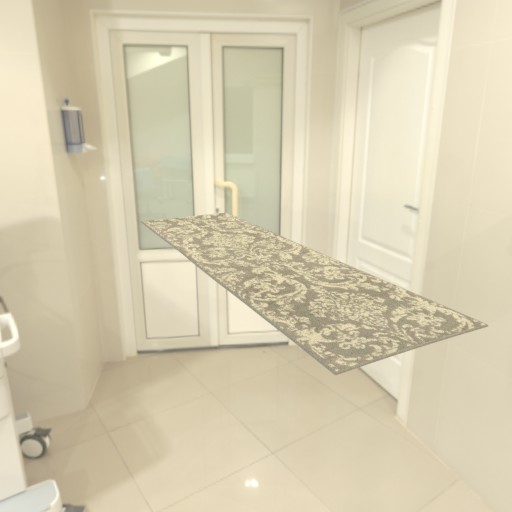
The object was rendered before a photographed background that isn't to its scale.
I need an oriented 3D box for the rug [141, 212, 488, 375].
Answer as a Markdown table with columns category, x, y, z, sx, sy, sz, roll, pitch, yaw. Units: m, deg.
| category | x | y | z | sx | sy | sz | roll | pitch | yaw |
| --- | --- | --- | --- | --- | --- | --- | --- | --- | --- |
| rug | 0.000 | 0.000 | 2.312 | 0.662 | 0.011 | 2.196 | -9 | 19 | -27 |
